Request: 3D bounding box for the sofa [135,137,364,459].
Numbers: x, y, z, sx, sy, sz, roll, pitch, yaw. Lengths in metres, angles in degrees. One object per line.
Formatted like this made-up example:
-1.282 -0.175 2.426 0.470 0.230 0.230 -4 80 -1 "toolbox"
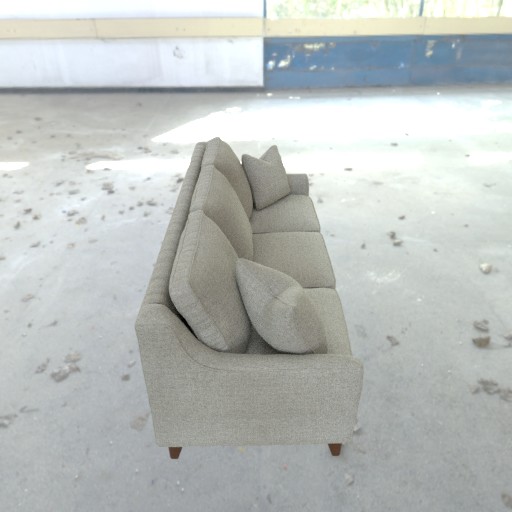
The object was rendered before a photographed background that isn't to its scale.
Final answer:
0.000 0.000 2.554 0.865 0.914 2.031 0 32 0 "sofa"
